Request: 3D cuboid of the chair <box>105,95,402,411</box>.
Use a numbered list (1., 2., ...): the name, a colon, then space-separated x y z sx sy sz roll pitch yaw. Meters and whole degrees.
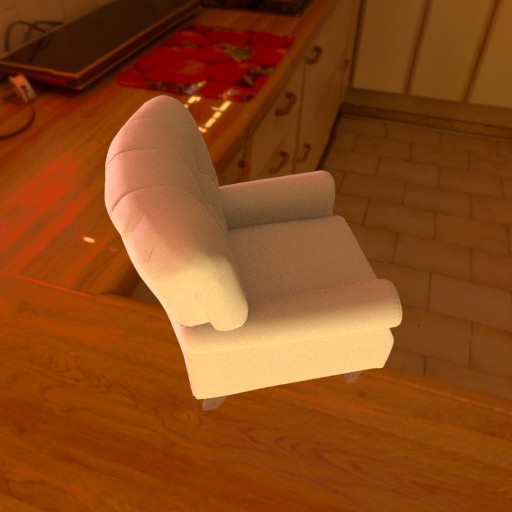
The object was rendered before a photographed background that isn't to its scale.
1. chair: 0.000 0.000 2.057 1.128 1.217 1.090 -8 45 -8
